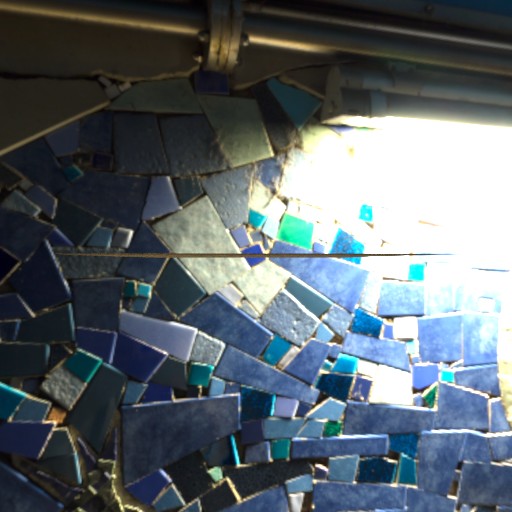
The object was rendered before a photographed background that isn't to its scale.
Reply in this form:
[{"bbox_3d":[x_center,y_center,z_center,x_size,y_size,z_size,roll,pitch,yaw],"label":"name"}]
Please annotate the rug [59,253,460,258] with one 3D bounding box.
[{"bbox_3d":[0.000,0.000,3.961,2.371,0.012,3.000,0,-1,-1],"label":"rug"}]
